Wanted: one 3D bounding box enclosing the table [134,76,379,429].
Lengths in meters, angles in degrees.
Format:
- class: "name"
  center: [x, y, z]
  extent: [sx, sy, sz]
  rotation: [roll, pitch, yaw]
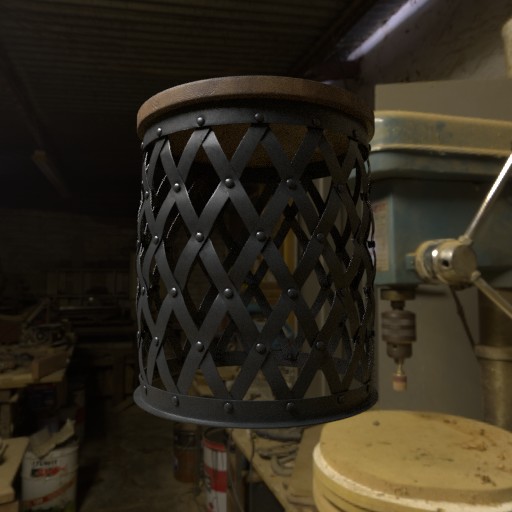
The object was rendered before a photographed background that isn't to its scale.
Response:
- class: "table"
  center: [0.000, 0.000, 0.770]
  extent: [0.405, 0.454, 0.405]
  rotation: [0, -3, 0]
